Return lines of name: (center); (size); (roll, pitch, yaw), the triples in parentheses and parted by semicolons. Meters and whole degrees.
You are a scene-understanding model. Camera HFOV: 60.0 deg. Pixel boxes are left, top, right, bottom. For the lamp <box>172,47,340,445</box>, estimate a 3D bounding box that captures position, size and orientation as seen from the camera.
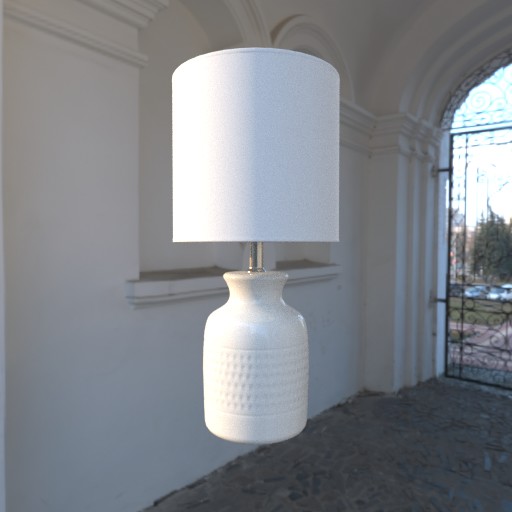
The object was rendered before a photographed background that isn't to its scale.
lamp: (0.000, 0.000, 0.511); (0.188, 0.392, 0.188); (-1, 2, -36)
